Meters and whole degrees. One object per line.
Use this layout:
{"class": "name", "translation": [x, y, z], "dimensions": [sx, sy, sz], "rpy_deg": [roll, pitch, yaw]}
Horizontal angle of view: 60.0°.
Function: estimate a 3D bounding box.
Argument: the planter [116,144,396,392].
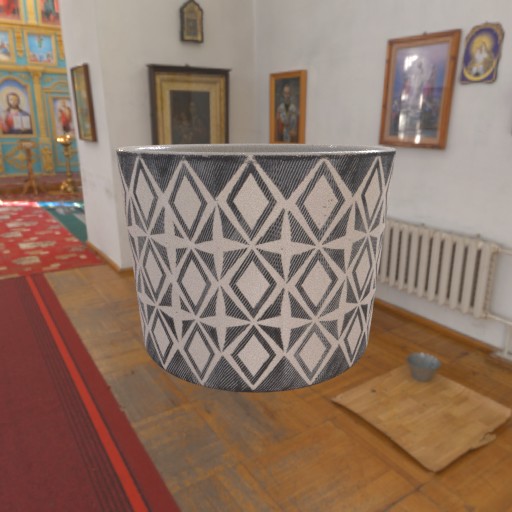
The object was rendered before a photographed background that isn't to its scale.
{"class": "planter", "translation": [0.000, 0.000, 0.459], "dimensions": [0.260, 0.220, 0.260], "rpy_deg": [0, 16, 0]}
